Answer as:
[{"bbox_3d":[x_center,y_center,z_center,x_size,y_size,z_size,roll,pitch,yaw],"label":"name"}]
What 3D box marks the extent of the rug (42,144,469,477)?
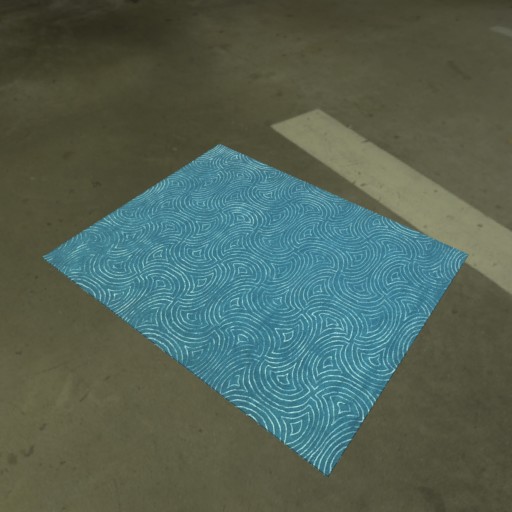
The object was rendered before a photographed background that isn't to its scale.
[{"bbox_3d":[0.000,0.000,4.034,3.033,0.012,2.432,29,52,26],"label":"rug"}]
